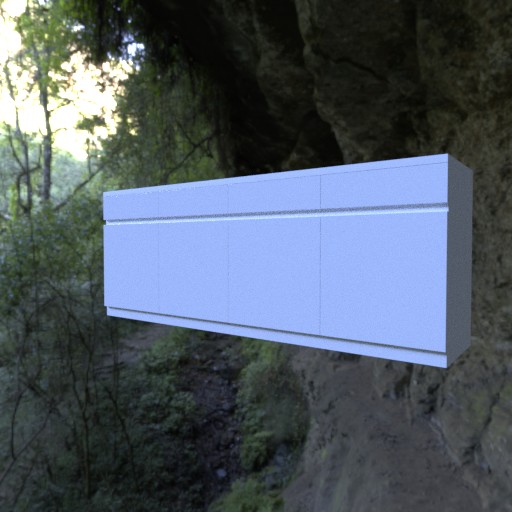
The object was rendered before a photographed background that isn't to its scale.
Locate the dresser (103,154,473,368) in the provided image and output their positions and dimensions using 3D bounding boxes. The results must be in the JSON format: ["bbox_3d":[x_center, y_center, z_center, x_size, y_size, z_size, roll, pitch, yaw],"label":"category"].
[{"bbox_3d":[0.000,0.000,2.574,2.200,0.840,0.500,1,2,36],"label":"dresser"}]
